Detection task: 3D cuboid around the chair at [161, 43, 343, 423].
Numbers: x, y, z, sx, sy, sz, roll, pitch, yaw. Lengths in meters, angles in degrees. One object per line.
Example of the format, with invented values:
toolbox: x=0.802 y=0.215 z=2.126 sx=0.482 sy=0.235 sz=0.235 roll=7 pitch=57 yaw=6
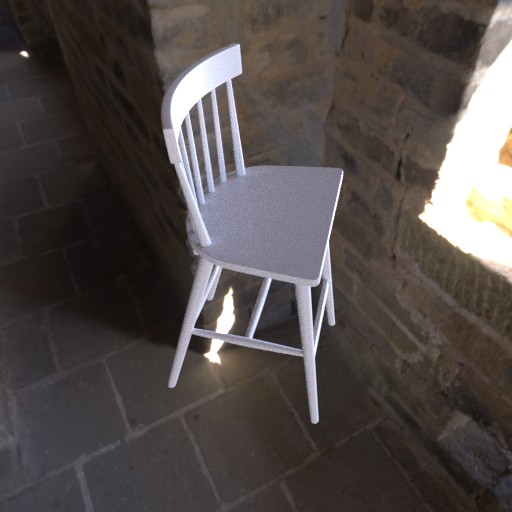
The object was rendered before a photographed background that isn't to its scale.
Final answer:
chair: x=0.000 y=0.000 z=1.386 sx=0.572 sy=1.092 sz=0.483 roll=11 pitch=46 yaw=10
